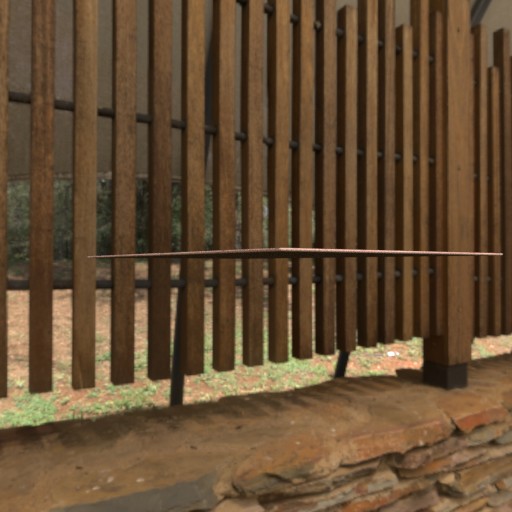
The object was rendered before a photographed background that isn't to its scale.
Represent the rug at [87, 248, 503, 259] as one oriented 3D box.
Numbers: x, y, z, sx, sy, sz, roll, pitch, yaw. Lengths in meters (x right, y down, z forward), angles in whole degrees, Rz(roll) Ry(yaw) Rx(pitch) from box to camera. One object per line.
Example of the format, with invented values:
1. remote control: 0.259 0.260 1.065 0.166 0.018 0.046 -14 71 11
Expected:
1. rug: 0.000 0.000 2.932 1.533 0.011 2.439 1 -1 -35
